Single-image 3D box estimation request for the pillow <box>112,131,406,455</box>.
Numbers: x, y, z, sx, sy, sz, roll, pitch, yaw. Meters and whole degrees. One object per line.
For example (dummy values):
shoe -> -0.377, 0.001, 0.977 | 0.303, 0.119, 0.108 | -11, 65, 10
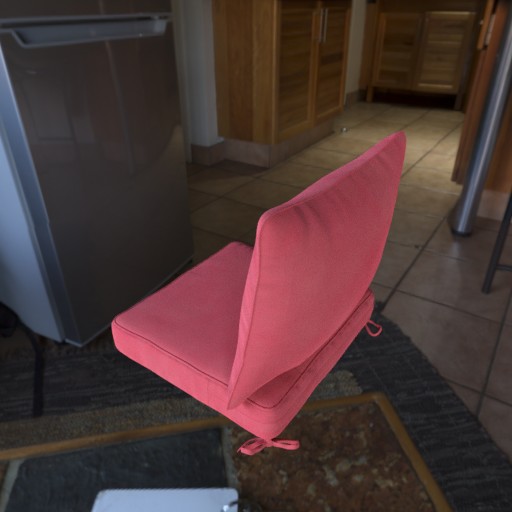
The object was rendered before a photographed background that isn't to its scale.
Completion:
pillow -> 0.000, 0.000, 1.402 | 0.733, 0.725, 0.798 | 20, 37, 30
